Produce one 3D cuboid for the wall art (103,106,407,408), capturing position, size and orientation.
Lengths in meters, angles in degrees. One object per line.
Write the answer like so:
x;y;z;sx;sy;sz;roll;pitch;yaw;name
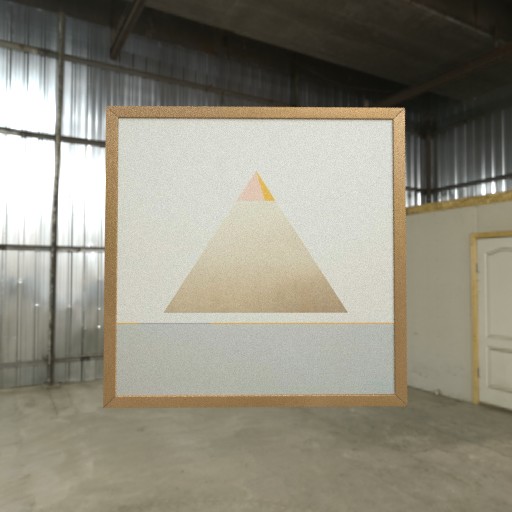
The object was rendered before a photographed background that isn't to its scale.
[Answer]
0.000;0.000;0.772;0.513;0.511;0.038;0;-1;-1;wall art
